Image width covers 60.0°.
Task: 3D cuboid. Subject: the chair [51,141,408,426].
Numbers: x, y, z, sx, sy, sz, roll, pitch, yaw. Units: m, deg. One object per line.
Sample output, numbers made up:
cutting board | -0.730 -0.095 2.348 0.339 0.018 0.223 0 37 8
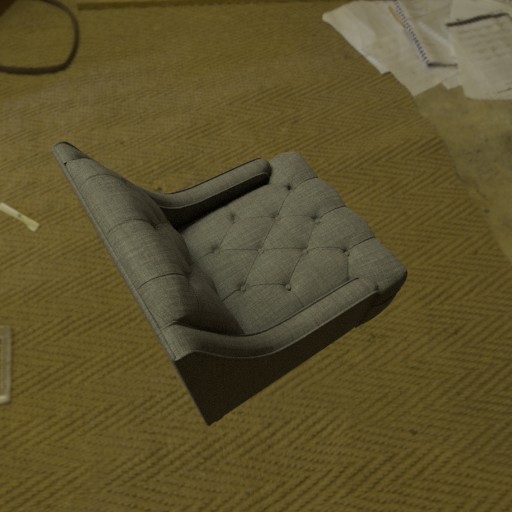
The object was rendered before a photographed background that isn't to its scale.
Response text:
chair | 0.000 0.000 1.402 0.771 0.891 0.655 -30 64 -16
